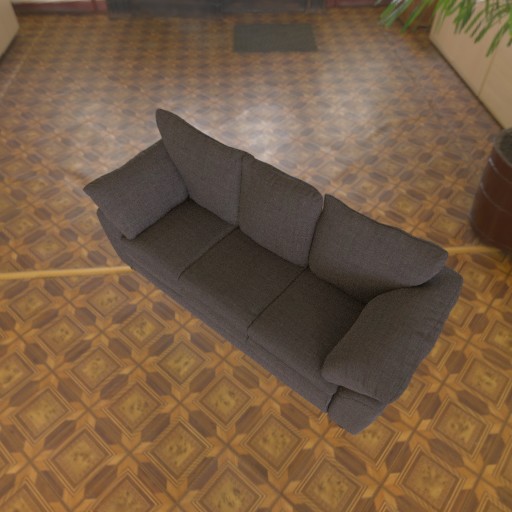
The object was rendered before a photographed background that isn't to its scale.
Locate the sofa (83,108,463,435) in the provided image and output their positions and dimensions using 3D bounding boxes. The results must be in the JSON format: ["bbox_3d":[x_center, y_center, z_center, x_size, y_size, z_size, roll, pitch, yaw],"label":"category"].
[{"bbox_3d":[0.000,0.000,2.844,2.336,1.080,0.883,32,55,26],"label":"sofa"}]
